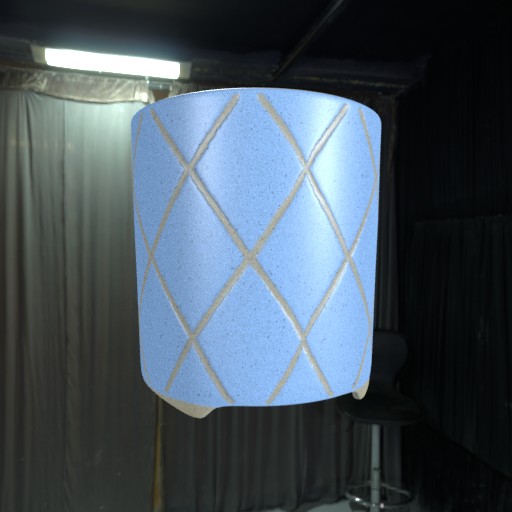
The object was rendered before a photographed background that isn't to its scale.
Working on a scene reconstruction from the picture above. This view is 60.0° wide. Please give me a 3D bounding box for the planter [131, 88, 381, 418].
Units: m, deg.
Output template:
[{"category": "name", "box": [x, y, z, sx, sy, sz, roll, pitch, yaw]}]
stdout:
[{"category": "planter", "box": [0.000, 0.000, 0.353, 0.191, 0.200, 0.191, 0, 1, 0]}]
